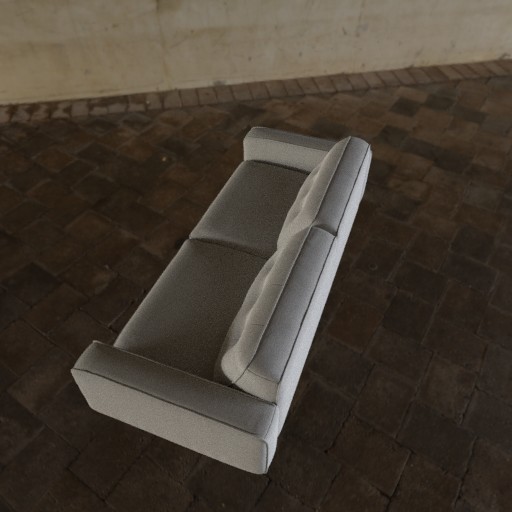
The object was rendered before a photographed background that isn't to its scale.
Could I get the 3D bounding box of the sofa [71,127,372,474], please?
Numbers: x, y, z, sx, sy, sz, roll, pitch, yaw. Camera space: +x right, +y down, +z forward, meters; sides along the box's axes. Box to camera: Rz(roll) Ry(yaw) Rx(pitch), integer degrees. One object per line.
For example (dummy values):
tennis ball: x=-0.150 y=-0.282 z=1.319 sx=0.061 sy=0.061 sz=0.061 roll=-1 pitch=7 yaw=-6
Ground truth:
sofa: x=0.000 y=0.000 z=2.707 sx=0.956 sy=0.781 sz=2.270 roll=15 pitch=48 yaw=14
